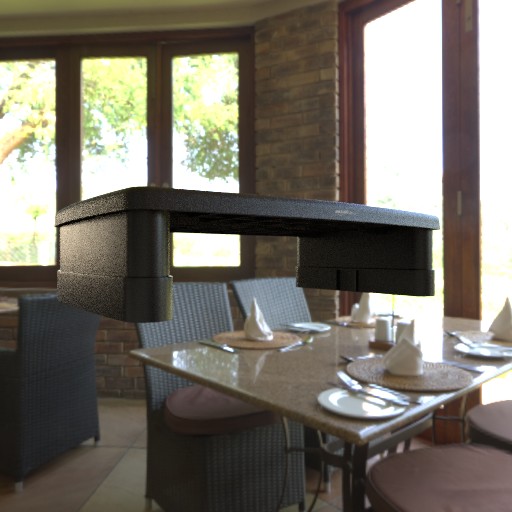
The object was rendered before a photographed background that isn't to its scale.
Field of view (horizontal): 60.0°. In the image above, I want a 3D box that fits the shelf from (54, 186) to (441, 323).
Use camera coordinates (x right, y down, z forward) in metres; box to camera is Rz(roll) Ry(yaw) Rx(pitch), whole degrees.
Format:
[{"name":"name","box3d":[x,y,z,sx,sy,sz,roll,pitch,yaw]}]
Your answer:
[{"name":"shelf","box3d":[0.000,0.000,0.523,0.410,0.100,0.280,0,0,-37]}]
